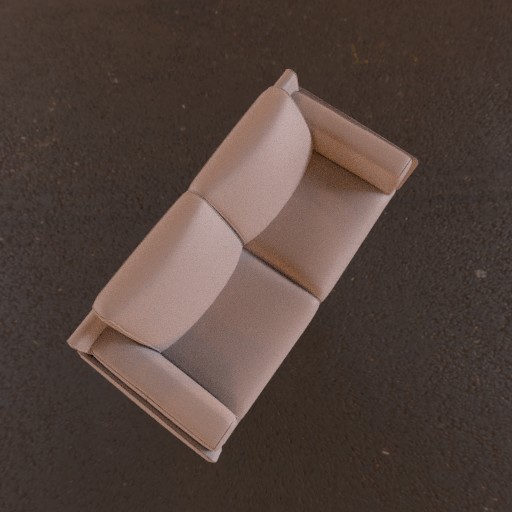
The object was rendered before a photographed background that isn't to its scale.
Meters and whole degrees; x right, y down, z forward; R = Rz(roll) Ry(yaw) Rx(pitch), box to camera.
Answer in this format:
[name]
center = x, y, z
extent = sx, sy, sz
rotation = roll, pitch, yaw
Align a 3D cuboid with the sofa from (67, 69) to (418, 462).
[sofa]
center = 0.000, 0.000, 2.638
extent = 1.049, 0.930, 2.101
rotation = 34, 77, 9
